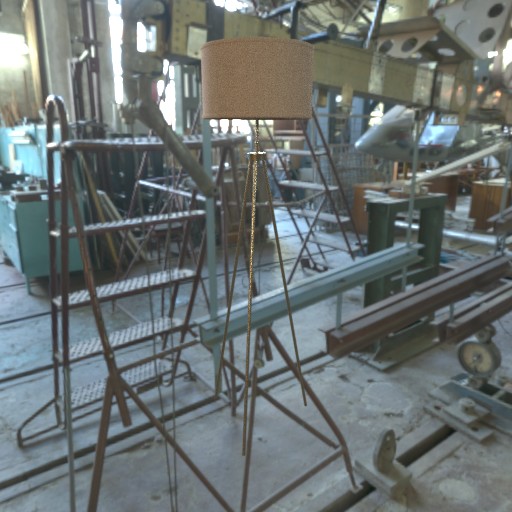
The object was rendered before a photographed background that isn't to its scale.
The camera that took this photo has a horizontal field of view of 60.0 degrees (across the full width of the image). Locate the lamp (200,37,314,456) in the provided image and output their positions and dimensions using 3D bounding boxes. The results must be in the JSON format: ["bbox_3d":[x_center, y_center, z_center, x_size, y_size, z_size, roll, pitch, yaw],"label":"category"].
[{"bbox_3d":[0.000,0.000,1.786,0.449,1.545,0.460,2,16,8],"label":"lamp"}]
